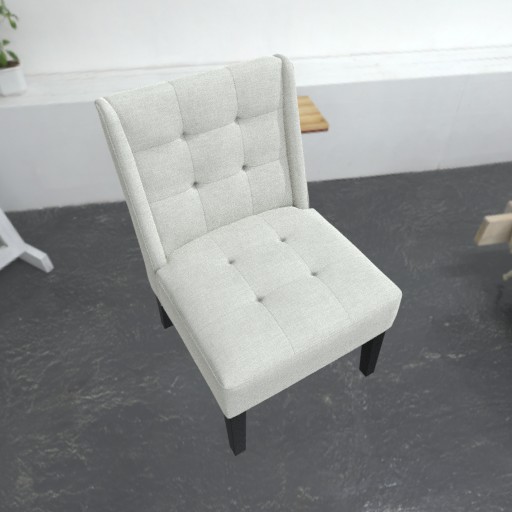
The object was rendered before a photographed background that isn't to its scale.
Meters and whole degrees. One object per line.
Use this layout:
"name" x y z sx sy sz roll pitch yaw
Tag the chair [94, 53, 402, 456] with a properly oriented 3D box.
"chair" 0.000 0.000 1.295 0.569 0.853 0.676 -23 51 -21
